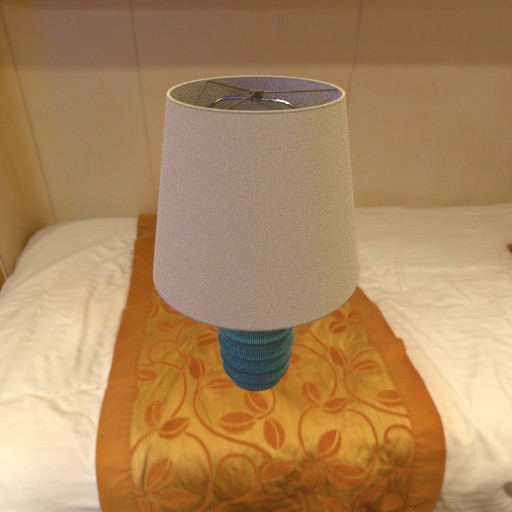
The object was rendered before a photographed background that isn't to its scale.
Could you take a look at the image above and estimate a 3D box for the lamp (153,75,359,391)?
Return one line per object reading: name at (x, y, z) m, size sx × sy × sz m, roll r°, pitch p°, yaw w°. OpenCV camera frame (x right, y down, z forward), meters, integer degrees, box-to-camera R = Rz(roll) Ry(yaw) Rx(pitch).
lamp at (0.000, 0.000, 0.550) m, size 0.254 × 0.392 × 0.254 m, roll 0°, pitch 31°, yaw 0°
